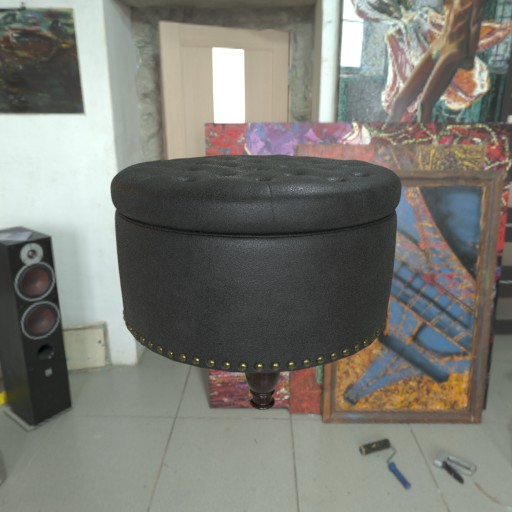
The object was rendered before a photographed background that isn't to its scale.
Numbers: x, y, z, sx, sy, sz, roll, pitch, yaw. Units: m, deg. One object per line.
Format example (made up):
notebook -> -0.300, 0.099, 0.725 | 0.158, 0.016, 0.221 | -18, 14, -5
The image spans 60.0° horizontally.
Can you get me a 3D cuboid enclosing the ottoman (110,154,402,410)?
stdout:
ottoman -> 0.000, 0.000, 1.068 | 0.637, 0.442, 0.637 | 0, 18, 0
